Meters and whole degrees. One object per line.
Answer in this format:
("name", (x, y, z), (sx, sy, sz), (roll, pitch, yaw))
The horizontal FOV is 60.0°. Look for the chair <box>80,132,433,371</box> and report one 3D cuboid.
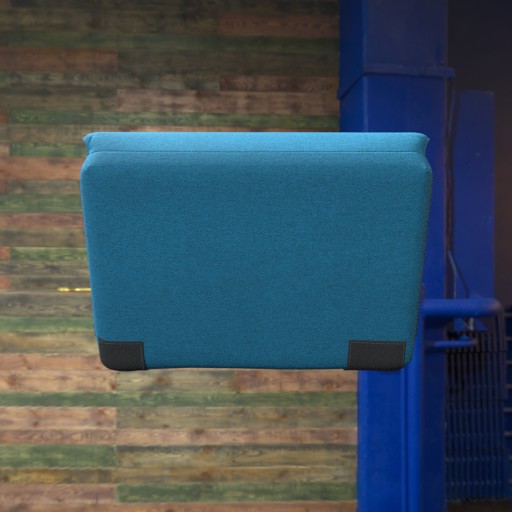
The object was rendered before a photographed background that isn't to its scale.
("chair", (0.000, 0.000, 1.331), (0.820, 0.580, 0.780), (0, -1, 0))
